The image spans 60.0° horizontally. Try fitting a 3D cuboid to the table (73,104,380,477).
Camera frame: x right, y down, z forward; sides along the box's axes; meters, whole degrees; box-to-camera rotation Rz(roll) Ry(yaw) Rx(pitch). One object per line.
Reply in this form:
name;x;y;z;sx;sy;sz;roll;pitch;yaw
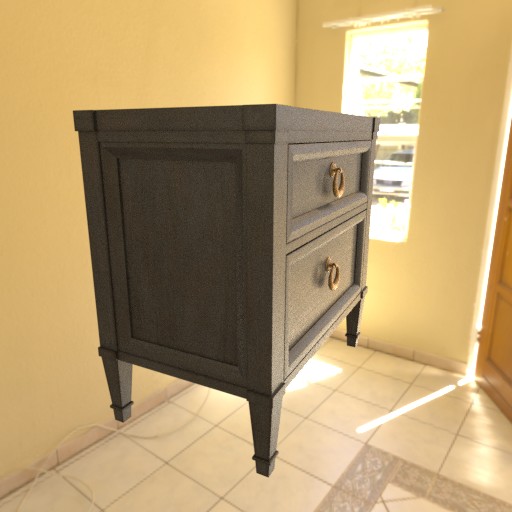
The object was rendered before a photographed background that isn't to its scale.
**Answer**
table;0.000;0.000;1.087;0.413;0.660;0.660;8;17;27
